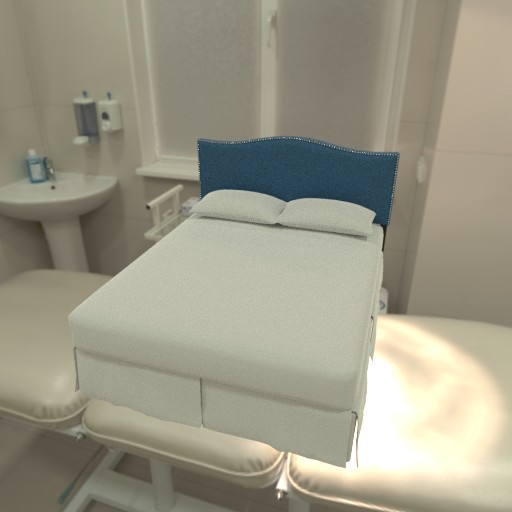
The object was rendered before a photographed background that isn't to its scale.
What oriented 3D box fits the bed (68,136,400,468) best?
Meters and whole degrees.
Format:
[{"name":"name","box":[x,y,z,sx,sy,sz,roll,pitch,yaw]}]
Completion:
[{"name":"bed","box":[0.000,0.000,2.840,1.610,1.169,1.872,8,28,16]}]
